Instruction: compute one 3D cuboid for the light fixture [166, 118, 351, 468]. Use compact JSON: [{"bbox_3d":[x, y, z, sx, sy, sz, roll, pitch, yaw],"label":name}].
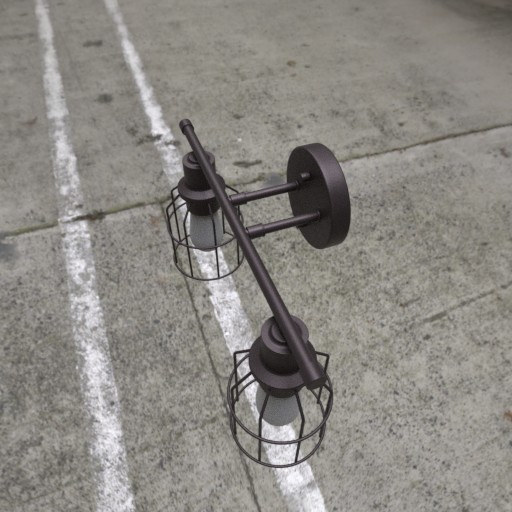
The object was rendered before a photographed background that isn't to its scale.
[{"bbox_3d":[0.000,0.000,0.527,0.165,0.254,0.406,-15,49,-14],"label":"light fixture"}]
